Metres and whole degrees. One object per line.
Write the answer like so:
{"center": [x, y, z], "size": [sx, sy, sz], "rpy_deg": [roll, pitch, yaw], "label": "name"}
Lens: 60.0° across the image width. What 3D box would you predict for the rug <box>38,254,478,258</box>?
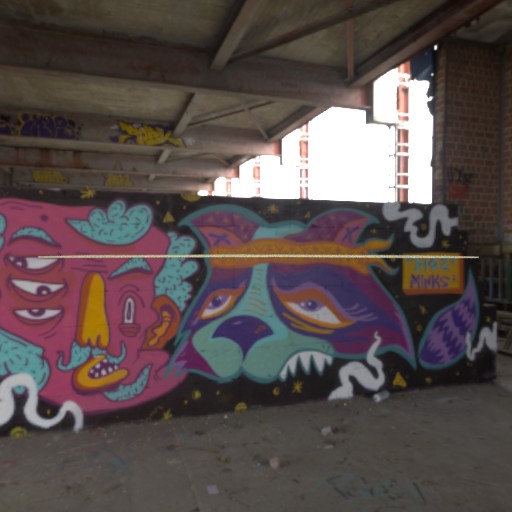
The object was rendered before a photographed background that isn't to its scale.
{"center": [0.000, 0.000, 2.685], "size": [2.340, 0.013, 0.686], "rpy_deg": [0, 1, 2], "label": "rug"}
